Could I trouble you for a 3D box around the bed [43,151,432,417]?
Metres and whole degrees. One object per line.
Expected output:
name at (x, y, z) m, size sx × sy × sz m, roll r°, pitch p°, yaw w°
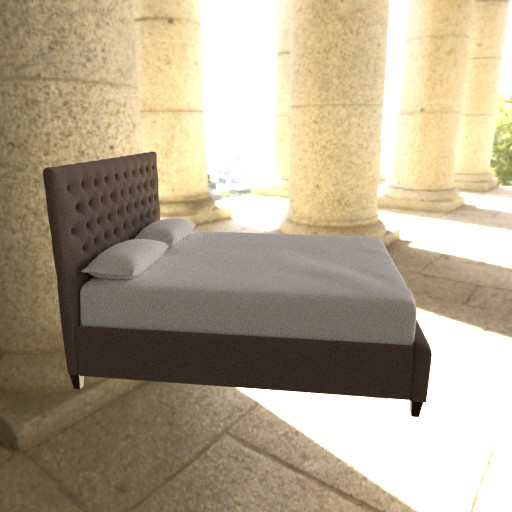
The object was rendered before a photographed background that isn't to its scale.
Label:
bed at (0.000, 0.000, 3.328) m, size 2.233 × 1.426 × 1.696 m, roll 2°, pitch 17°, yaw 8°
